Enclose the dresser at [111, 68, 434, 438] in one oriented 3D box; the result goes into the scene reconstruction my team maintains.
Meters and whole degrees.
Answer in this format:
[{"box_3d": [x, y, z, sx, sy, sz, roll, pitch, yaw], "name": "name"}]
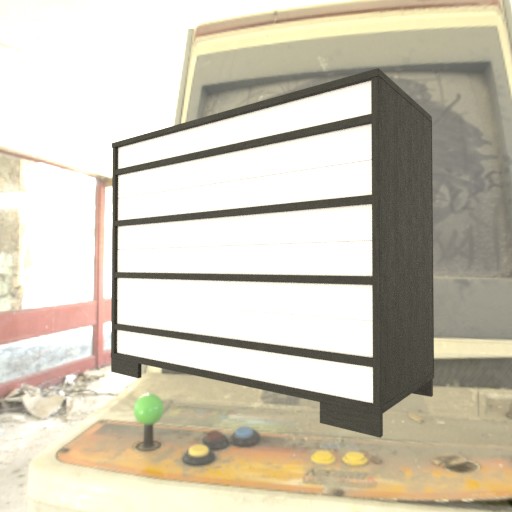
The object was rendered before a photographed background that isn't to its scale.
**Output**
[{"box_3d": [0.000, 0.000, 1.437, 0.994, 0.816, 0.404, -1, -2, 37], "name": "dresser"}]
